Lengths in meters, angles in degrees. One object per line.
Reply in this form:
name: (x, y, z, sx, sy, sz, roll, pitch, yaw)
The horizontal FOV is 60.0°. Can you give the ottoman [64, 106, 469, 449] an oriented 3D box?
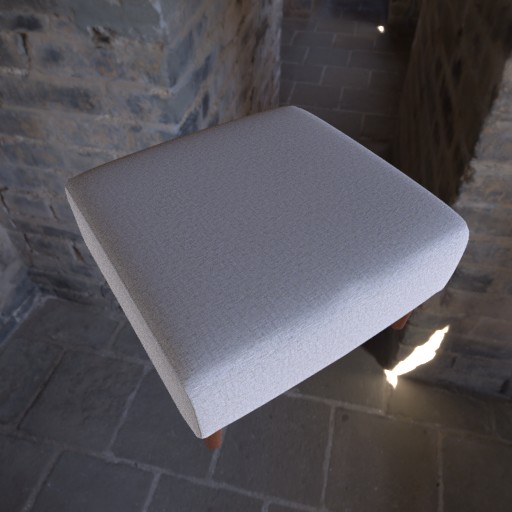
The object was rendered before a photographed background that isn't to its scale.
ottoman: (0.000, 0.000, 1.059, 0.655, 0.399, 0.648, -25, 51, -22)
